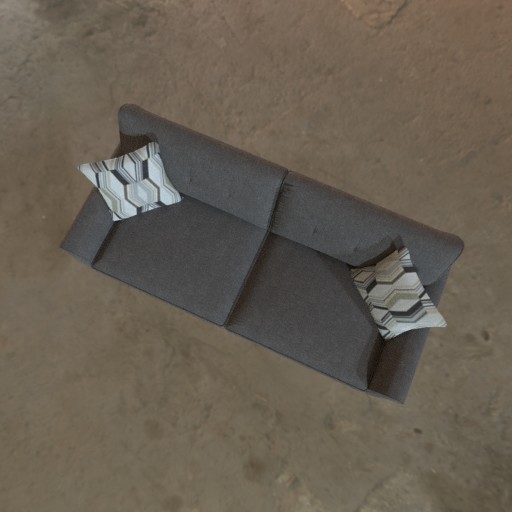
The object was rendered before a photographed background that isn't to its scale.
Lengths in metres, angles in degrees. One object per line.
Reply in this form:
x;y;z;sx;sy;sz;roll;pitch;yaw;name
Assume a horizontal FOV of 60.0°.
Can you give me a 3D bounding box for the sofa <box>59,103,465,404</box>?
0.000;0.000;2.521;2.032;0.813;0.889;23;77;6;sofa
